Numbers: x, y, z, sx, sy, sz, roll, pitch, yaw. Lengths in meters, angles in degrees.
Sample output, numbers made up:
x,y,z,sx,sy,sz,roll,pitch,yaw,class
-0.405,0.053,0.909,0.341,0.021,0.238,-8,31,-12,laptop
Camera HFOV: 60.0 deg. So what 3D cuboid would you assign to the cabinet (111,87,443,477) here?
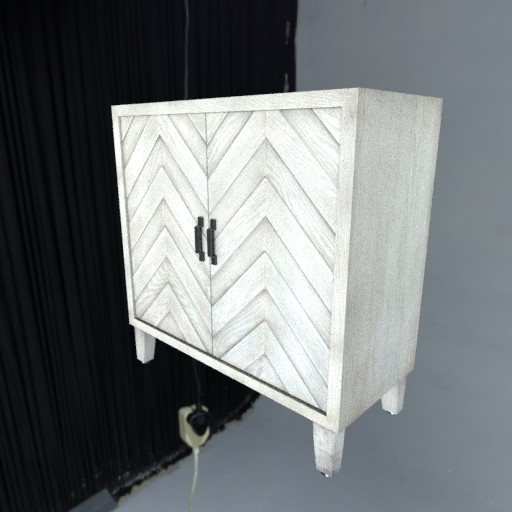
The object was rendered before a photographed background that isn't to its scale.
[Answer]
x,y,z,sx,sy,sz,roll,pitch,yaw,class
0.000,0.000,1.202,0.781,0.787,0.370,14,21,41,cabinet
